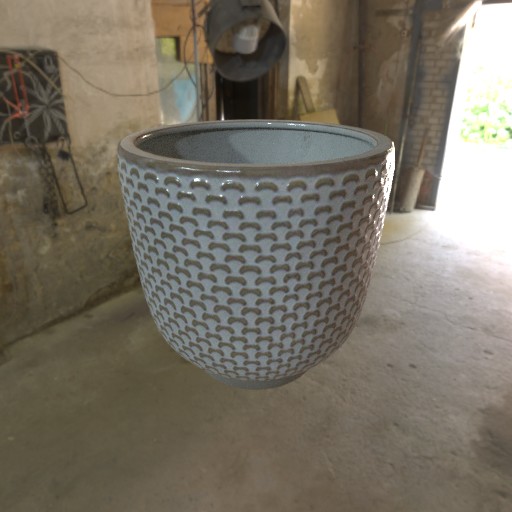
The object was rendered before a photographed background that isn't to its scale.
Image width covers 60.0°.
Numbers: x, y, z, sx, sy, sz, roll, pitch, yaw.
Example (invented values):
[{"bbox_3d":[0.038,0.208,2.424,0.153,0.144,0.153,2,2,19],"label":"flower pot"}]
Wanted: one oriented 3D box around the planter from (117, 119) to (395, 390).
[{"bbox_3d":[0.000,0.000,0.361,0.197,0.191,0.197,0,24,0],"label":"planter"}]
